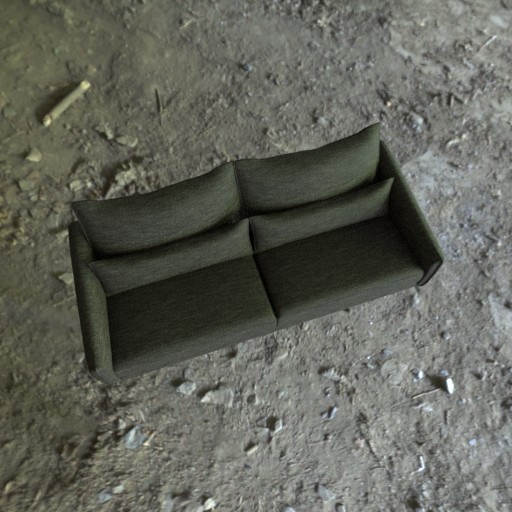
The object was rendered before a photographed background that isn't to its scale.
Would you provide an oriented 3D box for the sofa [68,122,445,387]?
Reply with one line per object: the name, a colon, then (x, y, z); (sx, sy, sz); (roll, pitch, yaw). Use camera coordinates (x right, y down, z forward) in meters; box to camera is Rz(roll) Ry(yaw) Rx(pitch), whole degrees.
sofa: (0.000, 0.000, 2.527); (2.019, 0.843, 0.807); (-16, 64, -8)
